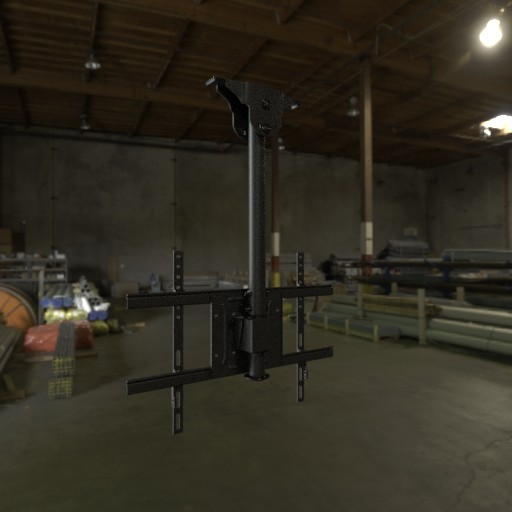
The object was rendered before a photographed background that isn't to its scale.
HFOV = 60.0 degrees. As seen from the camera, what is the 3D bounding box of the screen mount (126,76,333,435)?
[{"bbox_3d":[0.000,0.000,1.043,0.595,0.775,0.090,0,-1,-37],"label":"screen mount"}]
